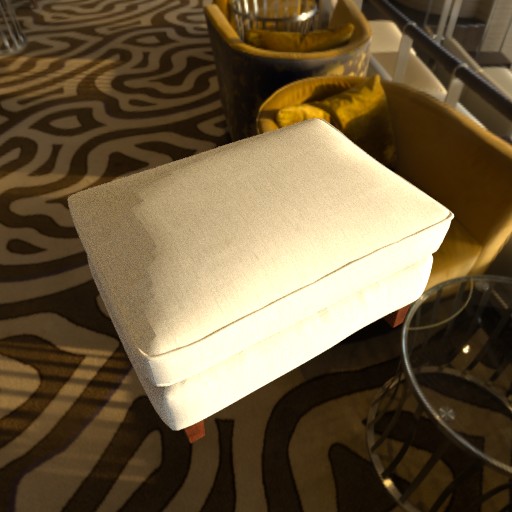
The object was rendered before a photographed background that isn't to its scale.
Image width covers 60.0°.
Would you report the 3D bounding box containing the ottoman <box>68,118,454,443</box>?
[{"bbox_3d":[0.000,0.000,0.994,0.665,0.406,0.501,-23,50,-21],"label":"ottoman"}]
